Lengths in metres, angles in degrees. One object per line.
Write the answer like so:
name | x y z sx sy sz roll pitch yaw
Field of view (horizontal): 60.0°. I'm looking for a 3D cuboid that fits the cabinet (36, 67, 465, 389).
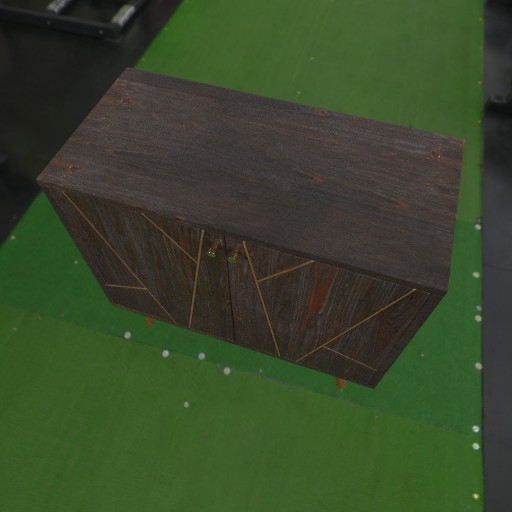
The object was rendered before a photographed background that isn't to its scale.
cabinet | 0.000 0.000 1.532 1.023 0.897 0.529 16 58 10
